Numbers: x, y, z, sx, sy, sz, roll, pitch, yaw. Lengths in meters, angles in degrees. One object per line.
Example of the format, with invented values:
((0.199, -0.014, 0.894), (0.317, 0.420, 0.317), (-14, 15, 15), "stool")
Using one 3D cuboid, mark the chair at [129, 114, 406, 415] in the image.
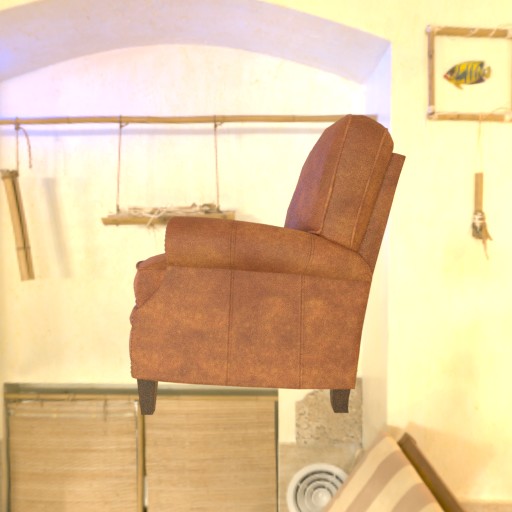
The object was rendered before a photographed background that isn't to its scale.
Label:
((0.000, 0.000, 1.799), (0.986, 1.018, 0.936), (0, 2, 0), "chair")
